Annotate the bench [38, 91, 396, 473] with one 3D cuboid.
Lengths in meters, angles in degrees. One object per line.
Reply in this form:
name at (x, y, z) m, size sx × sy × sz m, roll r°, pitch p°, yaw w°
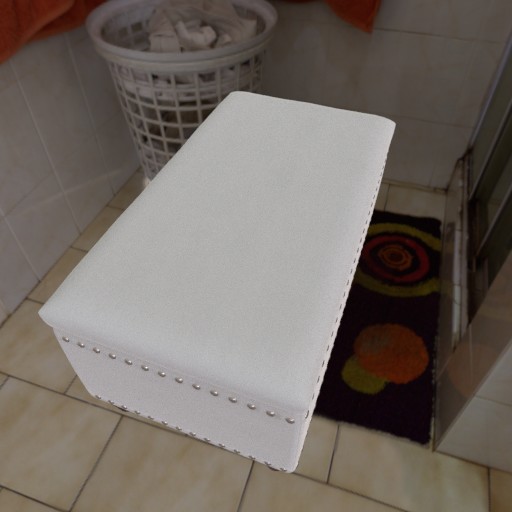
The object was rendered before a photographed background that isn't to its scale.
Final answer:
bench at (0.000, 0.000, 1.148) m, size 0.500 × 0.449 × 0.887 m, roll 15°, pitch 48°, yaw 14°
